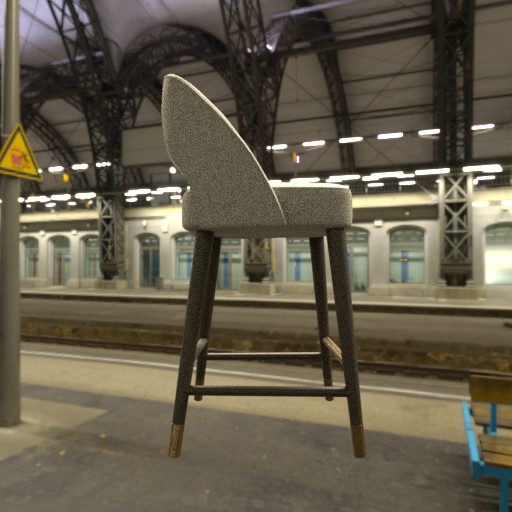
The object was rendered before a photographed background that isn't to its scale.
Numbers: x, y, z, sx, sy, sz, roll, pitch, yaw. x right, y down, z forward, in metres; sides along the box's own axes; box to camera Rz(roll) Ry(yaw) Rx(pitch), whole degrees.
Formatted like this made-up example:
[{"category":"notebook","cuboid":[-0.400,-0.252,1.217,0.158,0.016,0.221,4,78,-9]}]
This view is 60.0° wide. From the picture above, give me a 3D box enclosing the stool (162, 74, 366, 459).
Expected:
[{"category":"stool","cuboid":[0.000,0.000,1.247,0.509,0.940,0.494,0,-1,0]}]
